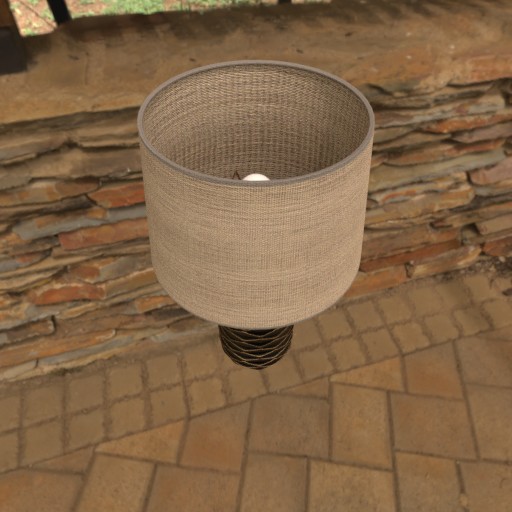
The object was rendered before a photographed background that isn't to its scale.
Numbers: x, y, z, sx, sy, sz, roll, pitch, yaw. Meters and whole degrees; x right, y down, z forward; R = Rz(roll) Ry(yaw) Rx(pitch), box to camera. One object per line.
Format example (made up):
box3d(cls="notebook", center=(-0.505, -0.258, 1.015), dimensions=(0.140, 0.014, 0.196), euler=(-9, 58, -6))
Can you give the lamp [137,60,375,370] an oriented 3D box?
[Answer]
box3d(cls="lamp", center=(0.000, 0.000, 0.832), dimensions=(0.376, 0.594, 0.376), euler=(0, 47, 0))
